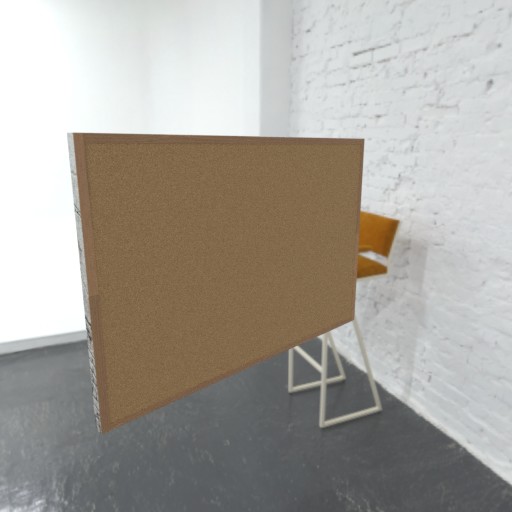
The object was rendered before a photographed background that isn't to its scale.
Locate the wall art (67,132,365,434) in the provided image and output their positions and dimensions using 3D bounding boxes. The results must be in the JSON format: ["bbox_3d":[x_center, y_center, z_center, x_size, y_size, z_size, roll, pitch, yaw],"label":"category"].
[{"bbox_3d":[0.000,0.000,1.456,1.141,0.758,0.035,-13,19,-42],"label":"wall art"}]
